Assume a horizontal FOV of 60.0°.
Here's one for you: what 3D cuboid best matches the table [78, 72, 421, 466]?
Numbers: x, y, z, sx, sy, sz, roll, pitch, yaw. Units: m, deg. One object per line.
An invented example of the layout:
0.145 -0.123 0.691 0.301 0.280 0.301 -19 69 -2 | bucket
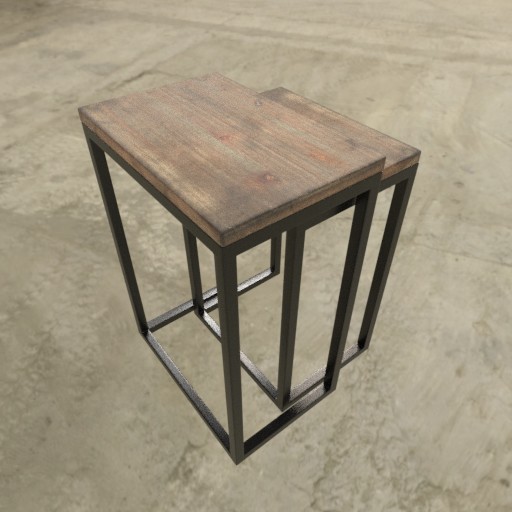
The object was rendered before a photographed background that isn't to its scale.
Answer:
0.000 0.000 0.944 0.460 0.615 0.456 -25 47 -26 | table
